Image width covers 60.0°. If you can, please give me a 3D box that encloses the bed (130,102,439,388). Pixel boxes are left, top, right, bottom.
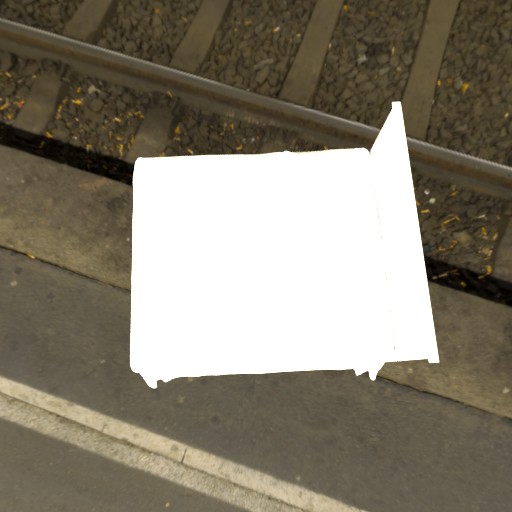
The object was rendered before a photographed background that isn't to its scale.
[{"bbox_3d":[0.000,0.000,3.273,2.047,1.269,1.876,-3,75,-1],"label":"bed"}]
